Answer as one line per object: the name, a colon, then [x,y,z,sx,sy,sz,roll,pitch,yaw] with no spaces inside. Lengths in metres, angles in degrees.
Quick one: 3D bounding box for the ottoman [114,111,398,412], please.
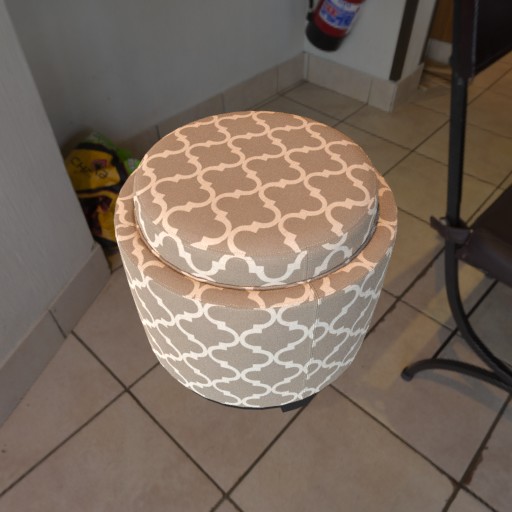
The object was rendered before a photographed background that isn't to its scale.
ottoman: [0.000,0.000,0.855,0.480,0.429,0.480,0,46,0]
